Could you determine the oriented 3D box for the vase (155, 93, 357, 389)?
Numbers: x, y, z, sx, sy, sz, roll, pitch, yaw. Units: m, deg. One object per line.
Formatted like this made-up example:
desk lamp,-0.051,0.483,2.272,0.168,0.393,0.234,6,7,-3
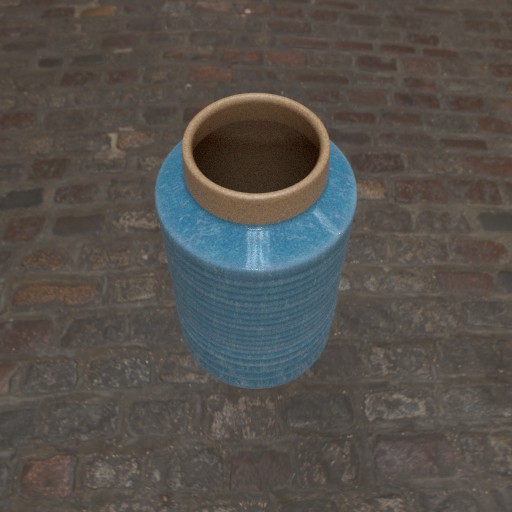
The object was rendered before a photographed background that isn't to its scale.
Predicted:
vase,0.000,0.000,0.382,0.163,0.267,0.163,0,58,0
